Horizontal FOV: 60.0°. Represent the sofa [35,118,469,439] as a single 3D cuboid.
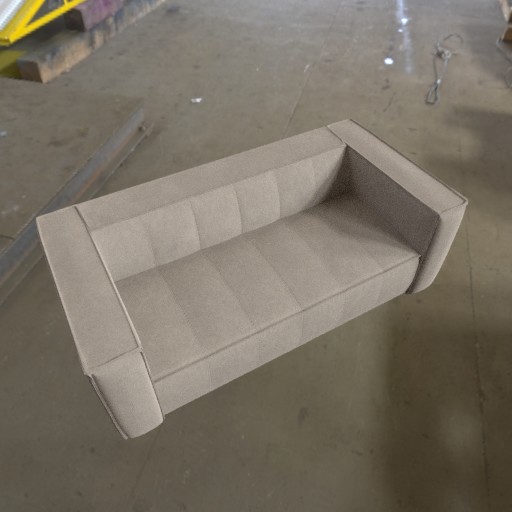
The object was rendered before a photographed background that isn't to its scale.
[{"bbox_3d":[0.000,0.000,2.446,1.995,0.680,1.038,-22,50,-20],"label":"sofa"}]
